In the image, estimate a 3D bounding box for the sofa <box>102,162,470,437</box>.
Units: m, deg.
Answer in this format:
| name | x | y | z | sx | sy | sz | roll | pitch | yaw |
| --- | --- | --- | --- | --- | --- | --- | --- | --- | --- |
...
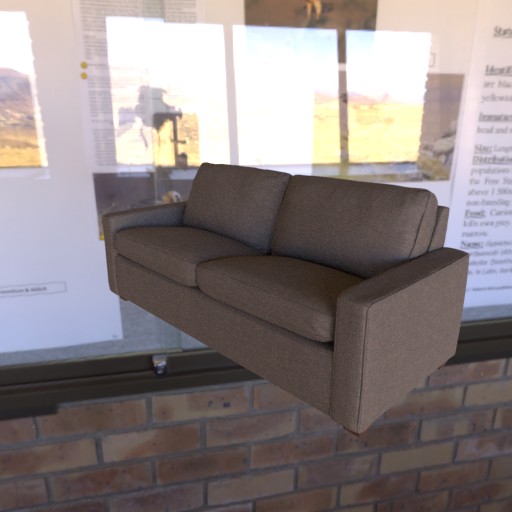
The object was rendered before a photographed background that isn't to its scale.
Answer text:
| name | x | y | z | sx | sy | sz | roll | pitch | yaw |
| --- | --- | --- | --- | --- | --- | --- | --- | --- | --- |
| sofa | 0.000 | 0.000 | 2.568 | 0.940 | 0.919 | 2.080 | -16 | 24 | -41 |
